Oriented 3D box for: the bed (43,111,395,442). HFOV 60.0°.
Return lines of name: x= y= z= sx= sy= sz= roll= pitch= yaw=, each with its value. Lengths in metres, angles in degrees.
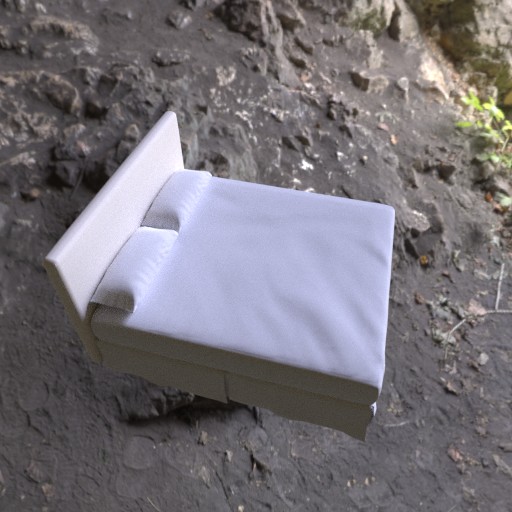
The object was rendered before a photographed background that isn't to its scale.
bed: x=0.000 y=0.000 z=3.746 sx=2.341 sy=1.317 sz=2.119 roll=11 pitch=47 yaw=10
